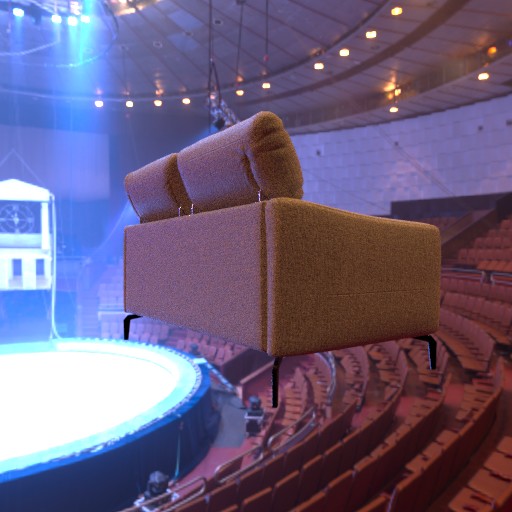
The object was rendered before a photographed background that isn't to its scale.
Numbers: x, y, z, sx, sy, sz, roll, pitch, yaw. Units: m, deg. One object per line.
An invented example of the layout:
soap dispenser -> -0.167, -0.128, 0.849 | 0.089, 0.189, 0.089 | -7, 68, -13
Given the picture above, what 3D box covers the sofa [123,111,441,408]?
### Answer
sofa -> 0.000, 0.000, 2.186 | 0.905, 0.950, 1.540 | 0, 0, -35
